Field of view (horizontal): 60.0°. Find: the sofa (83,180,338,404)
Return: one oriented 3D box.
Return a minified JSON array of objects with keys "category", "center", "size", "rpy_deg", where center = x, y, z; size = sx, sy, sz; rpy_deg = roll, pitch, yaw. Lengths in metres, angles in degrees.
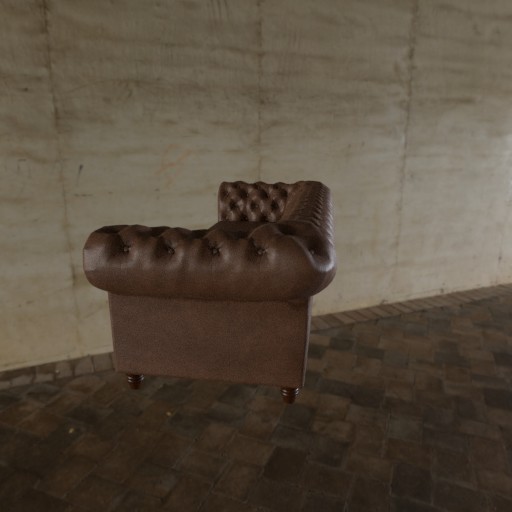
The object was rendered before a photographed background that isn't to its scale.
[{"category":"sofa","center":[0.000,0.000,2.759],"size":[0.944,0.783,2.385],"rpy_deg":[2,14,9]}]
